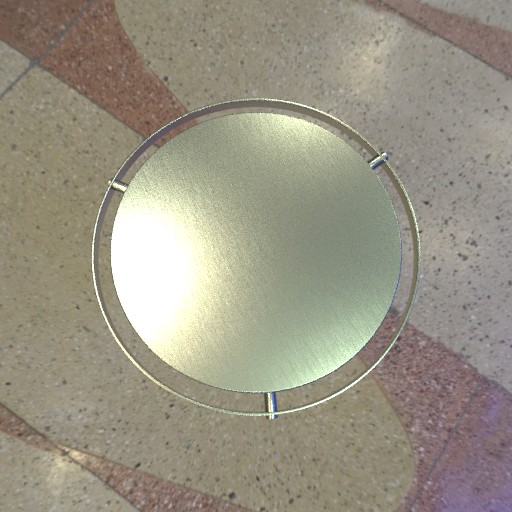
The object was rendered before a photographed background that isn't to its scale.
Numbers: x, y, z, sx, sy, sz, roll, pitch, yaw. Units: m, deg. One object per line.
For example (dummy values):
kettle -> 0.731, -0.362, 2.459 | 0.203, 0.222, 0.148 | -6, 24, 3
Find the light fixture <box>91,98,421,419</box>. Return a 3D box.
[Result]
light fixture -> 0.000, 0.000, 0.545 | 0.361, 0.130, 0.361 | 0, 75, 0
